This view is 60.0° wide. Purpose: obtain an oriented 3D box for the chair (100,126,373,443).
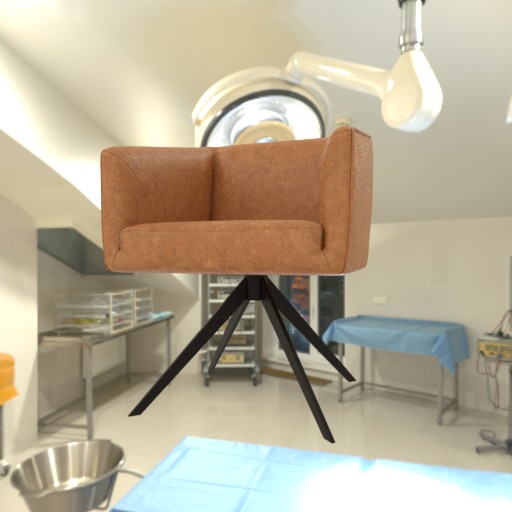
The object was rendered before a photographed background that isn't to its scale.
[{"bbox_3d":[0.000,0.000,1.200,0.588,0.760,0.625,0,0,18],"label":"chair"}]
